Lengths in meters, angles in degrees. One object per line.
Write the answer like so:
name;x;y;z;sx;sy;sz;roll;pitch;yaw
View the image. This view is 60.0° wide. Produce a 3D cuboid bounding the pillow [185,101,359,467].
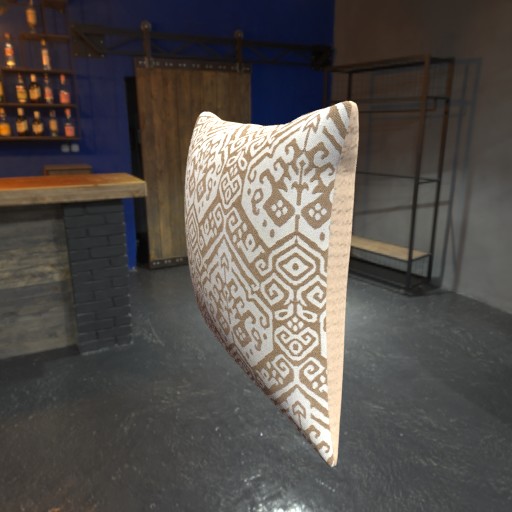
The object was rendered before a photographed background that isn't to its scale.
pillow;0.000;0.000;0.642;0.173;0.407;0.419;-8;18;-24
